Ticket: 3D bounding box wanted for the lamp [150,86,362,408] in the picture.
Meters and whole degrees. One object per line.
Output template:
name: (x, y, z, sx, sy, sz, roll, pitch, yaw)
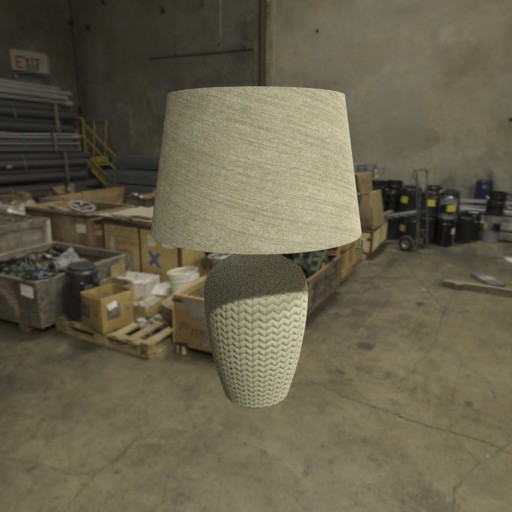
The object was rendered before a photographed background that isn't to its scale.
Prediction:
lamp: (0.000, 0.000, 0.854, 0.390, 0.580, 0.390, 0, 15, 0)
